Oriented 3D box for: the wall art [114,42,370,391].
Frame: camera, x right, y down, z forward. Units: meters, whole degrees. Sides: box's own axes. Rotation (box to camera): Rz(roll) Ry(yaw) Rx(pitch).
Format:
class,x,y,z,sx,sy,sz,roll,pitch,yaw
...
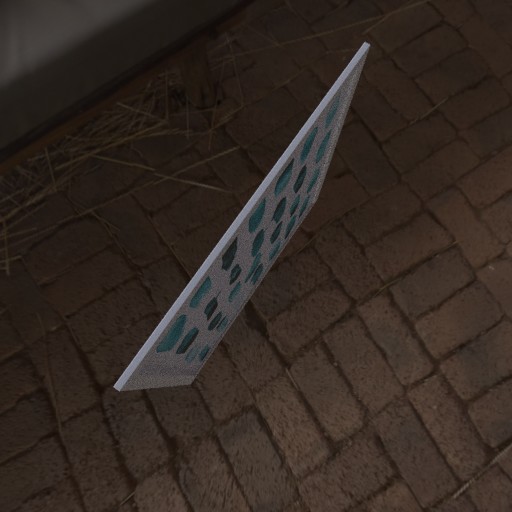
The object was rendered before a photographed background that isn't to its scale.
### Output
class,x,y,z,sx,sy,sz,roll,pitch,yaw
wall art,0.000,0.000,0.827,0.009,0.559,0.558,33,77,9
